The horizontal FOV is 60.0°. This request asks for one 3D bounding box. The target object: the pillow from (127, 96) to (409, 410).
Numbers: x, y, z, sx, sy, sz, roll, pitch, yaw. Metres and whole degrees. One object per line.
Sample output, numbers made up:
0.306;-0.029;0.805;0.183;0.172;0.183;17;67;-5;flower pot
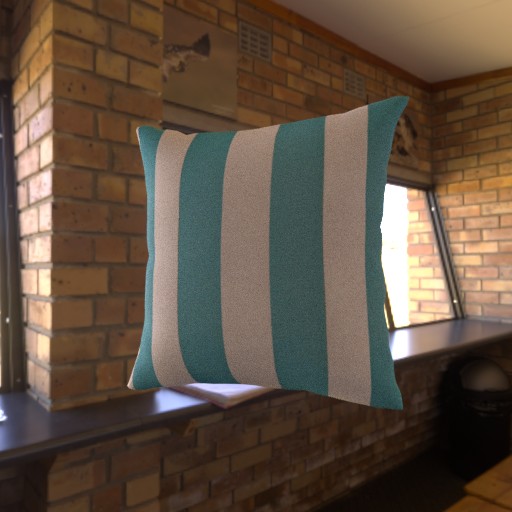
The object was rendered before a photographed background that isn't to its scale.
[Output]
0.000;0.000;0.815;0.536;0.526;0.189;-1;-2;18;pillow
